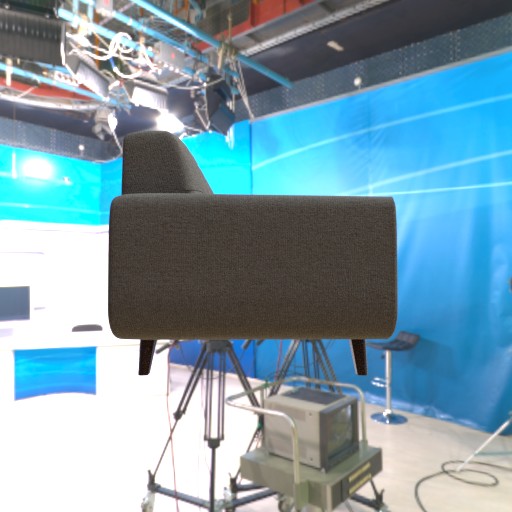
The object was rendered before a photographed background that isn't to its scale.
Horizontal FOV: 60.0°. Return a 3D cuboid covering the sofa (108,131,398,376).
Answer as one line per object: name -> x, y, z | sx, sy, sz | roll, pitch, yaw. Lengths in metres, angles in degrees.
sofa -> 0.000, 0.000, 2.153 | 0.909, 0.841, 1.631 | 0, -1, 0
